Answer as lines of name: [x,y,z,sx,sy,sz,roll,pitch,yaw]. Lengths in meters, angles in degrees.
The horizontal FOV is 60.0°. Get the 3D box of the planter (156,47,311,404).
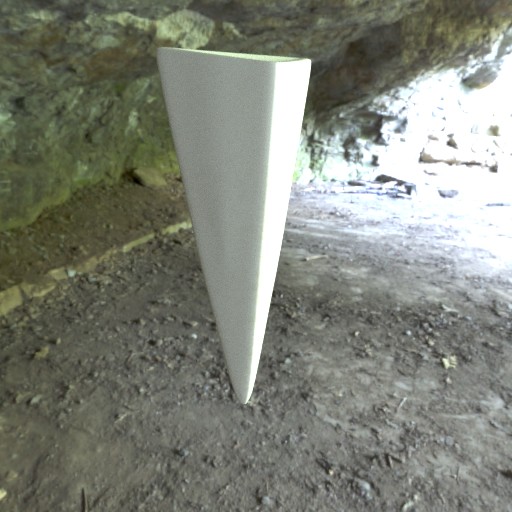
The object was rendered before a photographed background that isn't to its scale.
planter: [0.000,0.000,0.394,0.143,0.338,0.065,-9,19,-27]
